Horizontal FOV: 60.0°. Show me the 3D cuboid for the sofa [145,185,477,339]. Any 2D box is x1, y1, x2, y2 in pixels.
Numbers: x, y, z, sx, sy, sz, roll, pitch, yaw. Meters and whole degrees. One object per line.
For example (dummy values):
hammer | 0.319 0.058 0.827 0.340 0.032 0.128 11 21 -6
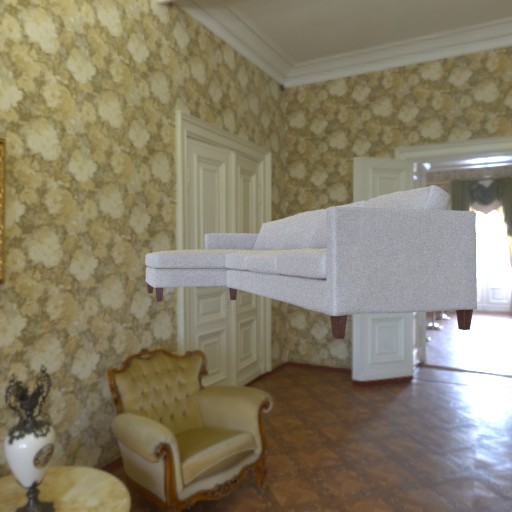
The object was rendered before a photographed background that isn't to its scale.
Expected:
sofa | 0.000 0.000 3.782 1.625 0.846 3.186 0 0 -18
